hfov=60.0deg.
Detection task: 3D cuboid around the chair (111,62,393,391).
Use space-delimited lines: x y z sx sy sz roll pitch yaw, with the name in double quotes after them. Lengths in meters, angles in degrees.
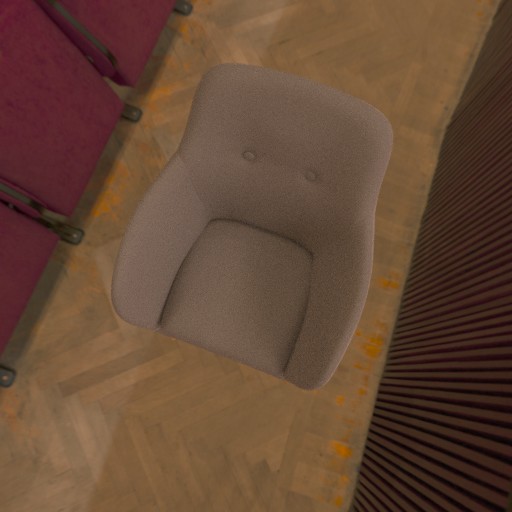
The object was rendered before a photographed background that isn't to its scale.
0.000 0.000 1.242 0.570 0.830 0.590 19 76 5 "chair"
